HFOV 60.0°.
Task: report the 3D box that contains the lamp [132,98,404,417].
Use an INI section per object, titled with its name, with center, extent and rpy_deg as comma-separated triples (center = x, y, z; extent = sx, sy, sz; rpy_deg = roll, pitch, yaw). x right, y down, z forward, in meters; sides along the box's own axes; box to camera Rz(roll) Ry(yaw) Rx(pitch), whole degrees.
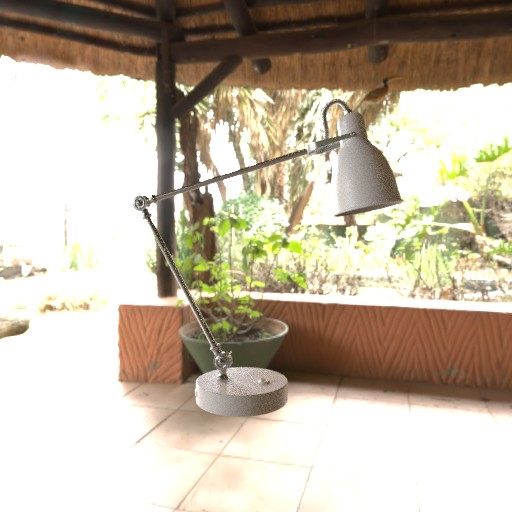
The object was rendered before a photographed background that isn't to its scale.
[lamp]
center = 0.000, 0.000, 0.890
extent = 0.561, 0.587, 0.187
rpy_deg = 1, 2, 16
